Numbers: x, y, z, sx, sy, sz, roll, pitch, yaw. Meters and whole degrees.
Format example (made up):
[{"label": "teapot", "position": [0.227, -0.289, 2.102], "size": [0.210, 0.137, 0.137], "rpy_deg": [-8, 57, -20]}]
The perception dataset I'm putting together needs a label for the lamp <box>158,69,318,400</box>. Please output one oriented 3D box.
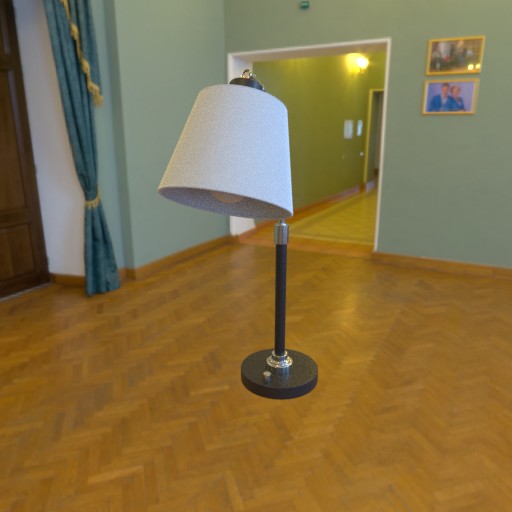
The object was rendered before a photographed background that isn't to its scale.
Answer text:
[{"label": "lamp", "position": [0.000, 0.000, 0.695], "size": [0.181, 0.539, 0.348], "rpy_deg": [8, 18, 26]}]
